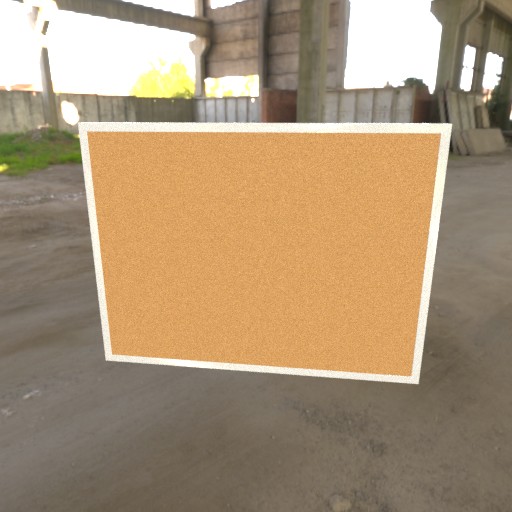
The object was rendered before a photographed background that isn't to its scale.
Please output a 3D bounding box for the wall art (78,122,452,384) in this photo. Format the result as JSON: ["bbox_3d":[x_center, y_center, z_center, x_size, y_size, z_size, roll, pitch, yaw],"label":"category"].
[{"bbox_3d":[0.000,0.000,1.369,1.041,0.787,0.053,2,18,7],"label":"wall art"}]
